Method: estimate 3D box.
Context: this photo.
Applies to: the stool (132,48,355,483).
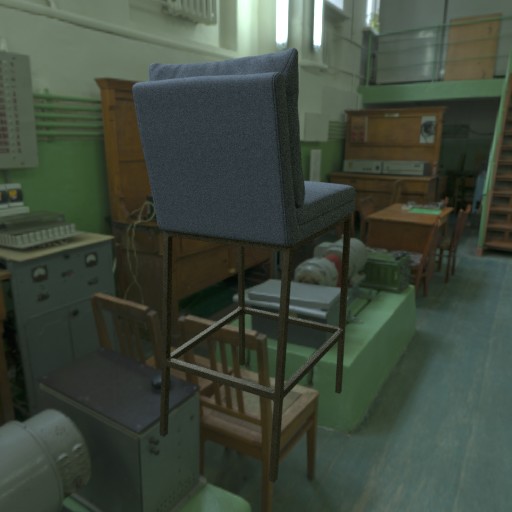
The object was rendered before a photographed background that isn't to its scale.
[{"bbox_3d":[0.000,0.000,1.410,0.463,1.130,0.569,8,17,28],"label":"stool"}]
